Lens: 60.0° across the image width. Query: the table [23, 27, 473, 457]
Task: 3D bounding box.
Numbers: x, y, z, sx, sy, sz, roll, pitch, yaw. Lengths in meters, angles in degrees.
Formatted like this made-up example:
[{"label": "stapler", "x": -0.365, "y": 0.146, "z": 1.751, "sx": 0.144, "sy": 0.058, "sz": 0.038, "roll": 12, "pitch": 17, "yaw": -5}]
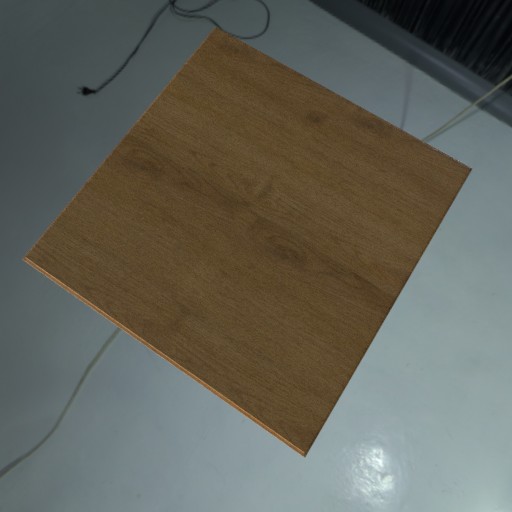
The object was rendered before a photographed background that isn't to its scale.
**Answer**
[{"label": "table", "x": 0.000, "y": 0.000, "z": 1.110, "sx": 0.612, "sy": 0.593, "sz": 0.616, "roll": 32, "pitch": 77, "yaw": 9}]
